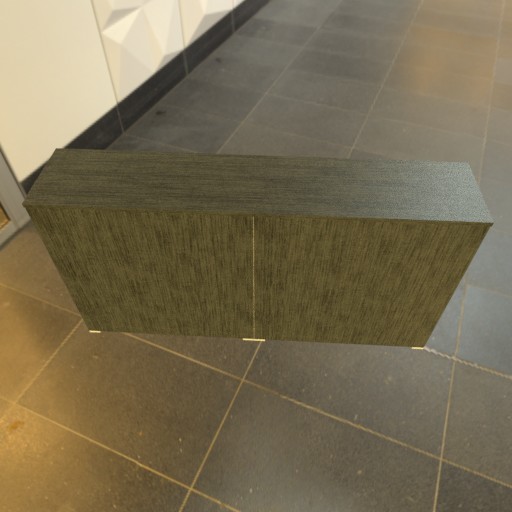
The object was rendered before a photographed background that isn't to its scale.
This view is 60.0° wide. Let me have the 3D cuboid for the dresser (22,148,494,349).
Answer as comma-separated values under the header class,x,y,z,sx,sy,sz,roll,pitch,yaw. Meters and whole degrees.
class,x,y,z,sx,sy,sz,roll,pitch,yaw
dresser,0.000,0.000,1.844,1.535,0.790,0.333,3,48,2
